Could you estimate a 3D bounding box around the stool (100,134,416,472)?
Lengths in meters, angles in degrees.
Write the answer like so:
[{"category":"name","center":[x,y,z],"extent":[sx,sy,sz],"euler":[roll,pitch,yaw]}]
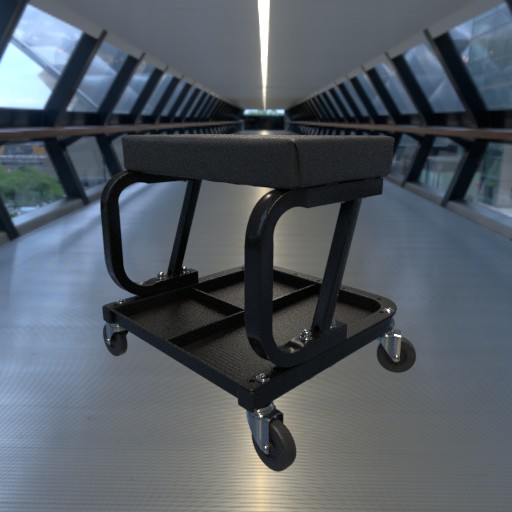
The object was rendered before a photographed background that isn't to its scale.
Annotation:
[{"category":"stool","center":[0.000,0.000,0.721],"extent":[0.371,0.380,0.446],"euler":[-15,22,-42]}]
